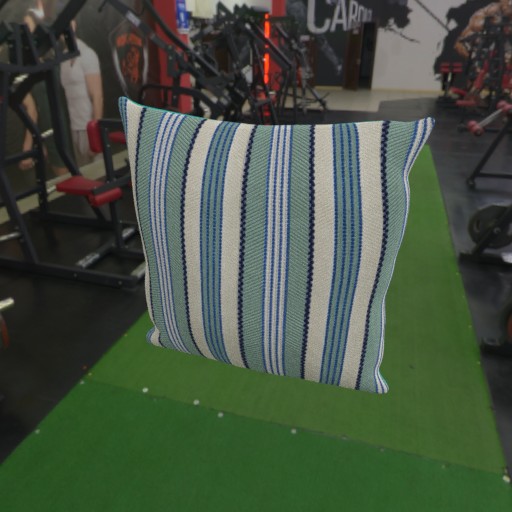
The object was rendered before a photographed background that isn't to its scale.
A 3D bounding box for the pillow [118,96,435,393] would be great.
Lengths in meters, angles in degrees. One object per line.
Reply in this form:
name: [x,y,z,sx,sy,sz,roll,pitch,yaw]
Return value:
pillow: [0.000,0.000,0.670,0.440,0.441,0.182,9,28,17]
